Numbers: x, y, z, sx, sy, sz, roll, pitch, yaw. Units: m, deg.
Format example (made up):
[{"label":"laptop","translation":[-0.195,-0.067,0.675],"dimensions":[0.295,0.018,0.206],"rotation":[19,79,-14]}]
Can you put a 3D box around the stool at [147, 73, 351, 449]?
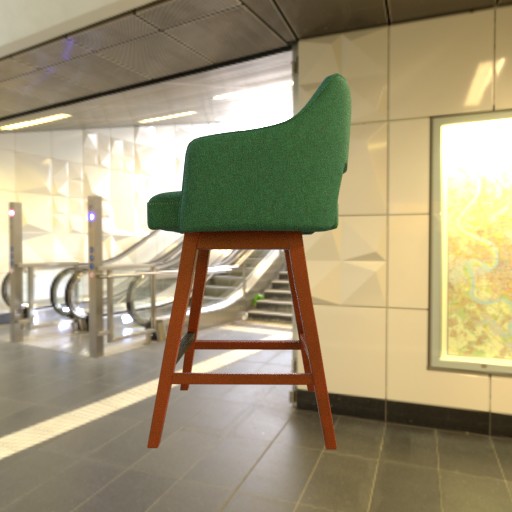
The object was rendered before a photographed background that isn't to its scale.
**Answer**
[{"label":"stool","translation":[0.000,0.000,1.338],"dimensions":[0.556,0.961,0.548],"rotation":[0,1,1]}]
